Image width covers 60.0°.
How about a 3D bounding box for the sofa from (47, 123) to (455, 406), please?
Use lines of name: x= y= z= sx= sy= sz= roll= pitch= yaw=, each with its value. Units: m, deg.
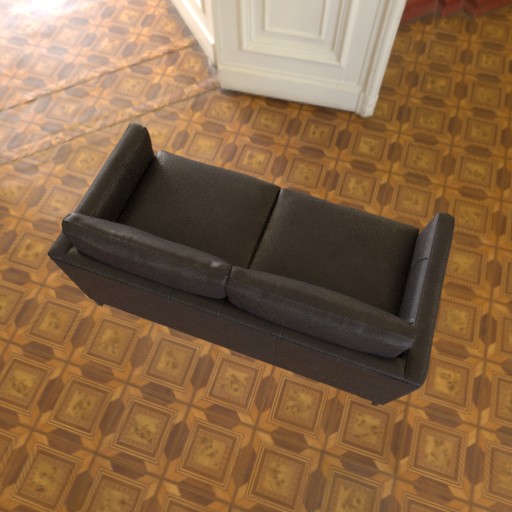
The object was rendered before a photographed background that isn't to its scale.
sofa: x=0.000 y=0.000 z=2.312 sx=1.805 sy=0.883 sz=0.947 roll=16 pitch=65 yaw=8
